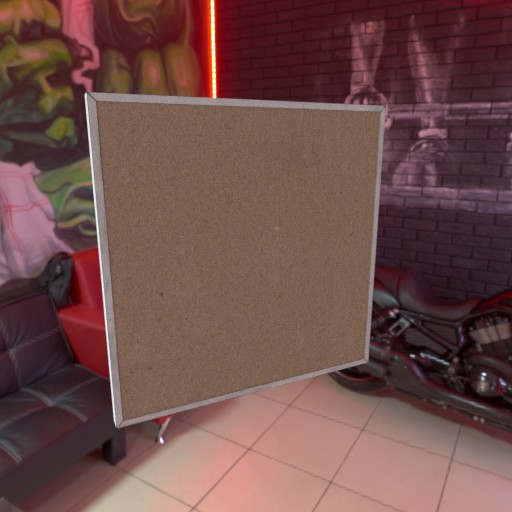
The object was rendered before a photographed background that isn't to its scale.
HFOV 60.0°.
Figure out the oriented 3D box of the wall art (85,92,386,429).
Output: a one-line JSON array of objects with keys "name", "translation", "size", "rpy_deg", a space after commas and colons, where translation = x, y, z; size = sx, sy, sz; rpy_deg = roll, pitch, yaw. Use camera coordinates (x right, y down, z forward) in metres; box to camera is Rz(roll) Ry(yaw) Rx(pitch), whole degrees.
[{"name": "wall art", "translation": [0.000, 0.000, 1.146], "size": [0.762, 0.762, 0.038], "rpy_deg": [-7, 16, -25]}]
